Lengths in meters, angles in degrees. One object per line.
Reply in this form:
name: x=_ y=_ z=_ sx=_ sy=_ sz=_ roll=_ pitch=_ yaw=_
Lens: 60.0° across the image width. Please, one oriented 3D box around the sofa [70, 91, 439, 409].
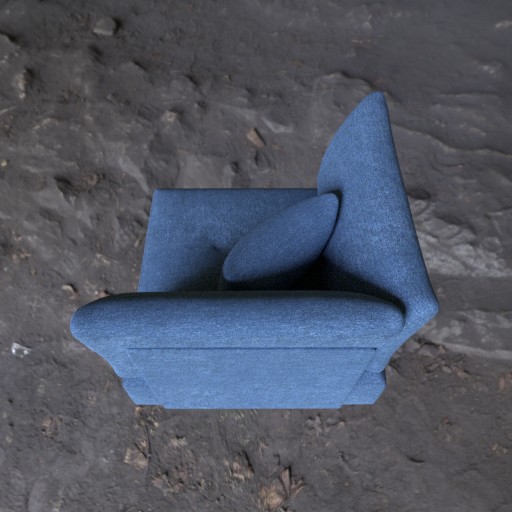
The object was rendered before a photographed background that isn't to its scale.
sofa: x=0.000 y=0.000 z=1.738 sx=1.000 sy=0.820 sz=1.000 roll=0 pitch=56 yaw=0
